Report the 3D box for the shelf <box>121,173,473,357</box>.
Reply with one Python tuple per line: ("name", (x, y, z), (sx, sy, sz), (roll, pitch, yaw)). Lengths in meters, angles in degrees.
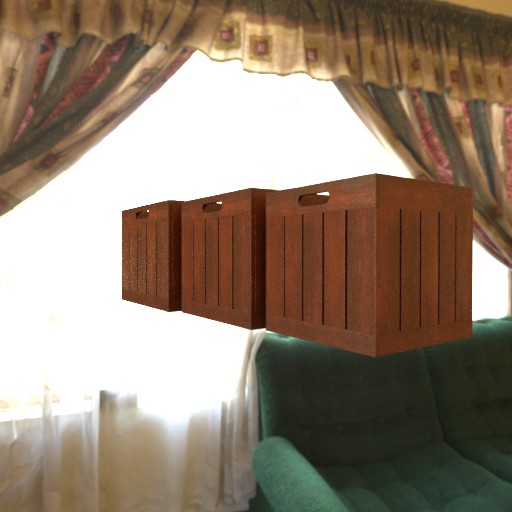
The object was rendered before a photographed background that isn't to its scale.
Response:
("shelf", (0.000, 0.000, 1.218), (0.393, 0.311, 1.064), (0, 1, -35))
